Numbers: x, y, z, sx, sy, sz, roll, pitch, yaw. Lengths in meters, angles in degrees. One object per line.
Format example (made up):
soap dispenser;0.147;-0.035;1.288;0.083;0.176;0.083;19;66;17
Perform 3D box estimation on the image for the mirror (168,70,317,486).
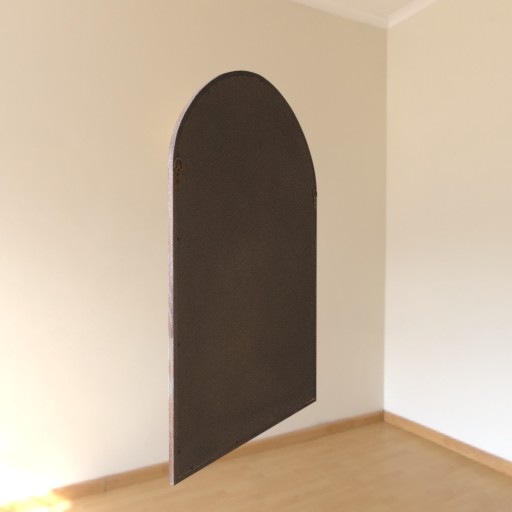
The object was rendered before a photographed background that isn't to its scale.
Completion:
mirror;0.000;0.000;1.139;0.032;0.915;0.609;1;1;36
